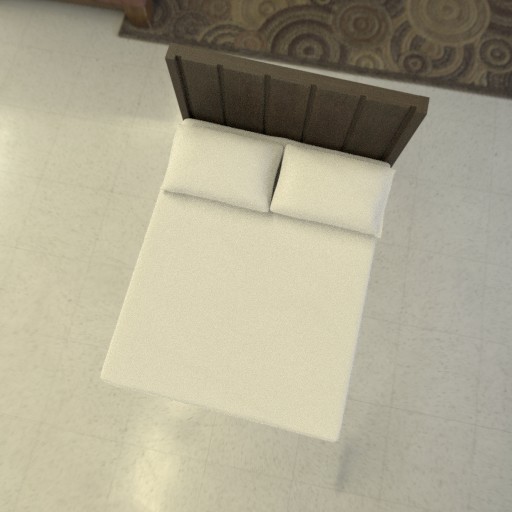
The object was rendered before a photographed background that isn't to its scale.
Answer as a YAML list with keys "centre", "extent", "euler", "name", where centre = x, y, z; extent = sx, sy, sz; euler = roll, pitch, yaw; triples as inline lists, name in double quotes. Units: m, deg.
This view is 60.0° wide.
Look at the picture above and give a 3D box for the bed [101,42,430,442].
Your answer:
- centre: [0.000, 0.000, 3.217]
  extent: [1.727, 1.270, 2.242]
  euler: [14, 76, 3]
  name: "bed"
